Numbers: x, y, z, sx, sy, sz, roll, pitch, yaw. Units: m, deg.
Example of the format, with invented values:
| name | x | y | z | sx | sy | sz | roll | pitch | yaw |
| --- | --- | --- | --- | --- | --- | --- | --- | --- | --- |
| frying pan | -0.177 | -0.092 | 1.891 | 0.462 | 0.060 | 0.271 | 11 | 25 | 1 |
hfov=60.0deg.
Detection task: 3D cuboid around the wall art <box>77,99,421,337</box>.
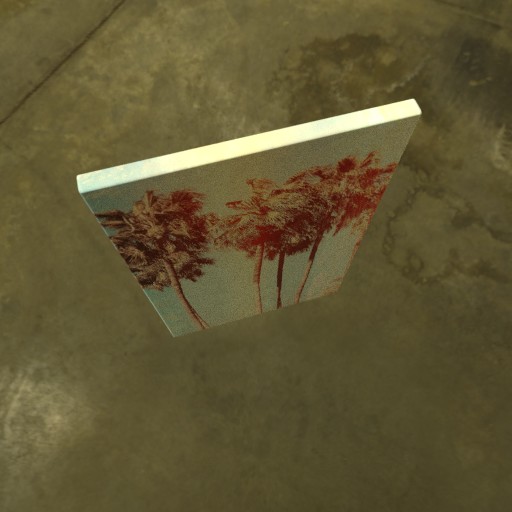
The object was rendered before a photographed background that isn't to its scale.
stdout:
| name | x | y | z | sx | sy | sz | roll | pitch | yaw |
| --- | --- | --- | --- | --- | --- | --- | --- | --- | --- |
| wall art | 0.000 | 0.000 | 1.169 | 0.605 | 0.915 | 0.037 | -15 | 66 | -7 |
